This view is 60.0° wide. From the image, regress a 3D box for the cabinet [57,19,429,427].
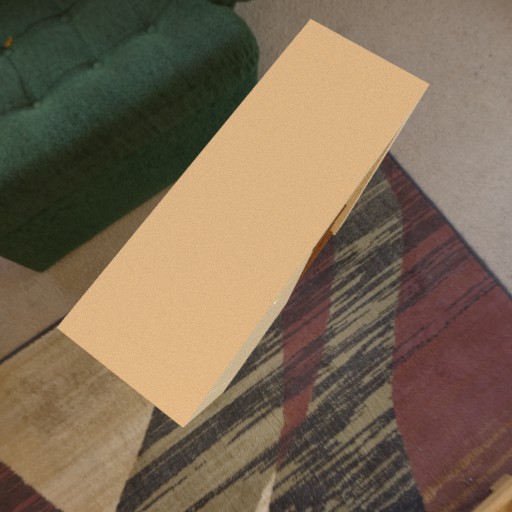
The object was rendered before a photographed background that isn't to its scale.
[{"bbox_3d":[0.000,0.000,1.587,0.348,1.150,0.990,35,79,8],"label":"cabinet"}]
